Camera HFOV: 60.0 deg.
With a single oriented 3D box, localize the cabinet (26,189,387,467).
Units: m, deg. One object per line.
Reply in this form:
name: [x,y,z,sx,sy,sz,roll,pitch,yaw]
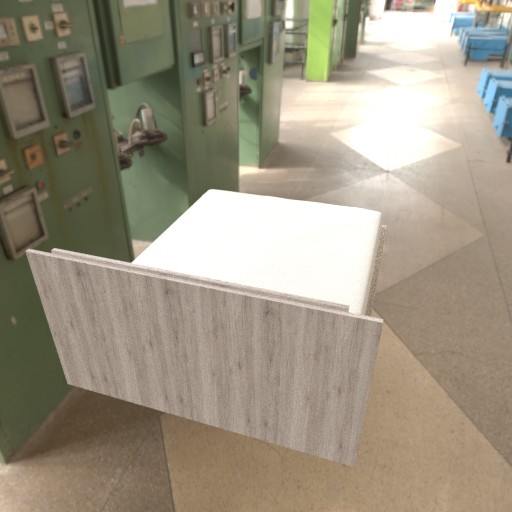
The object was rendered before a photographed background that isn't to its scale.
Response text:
cabinet: [0.000,0.000,3.077,1.750,0.970,2.080,10,33,16]
